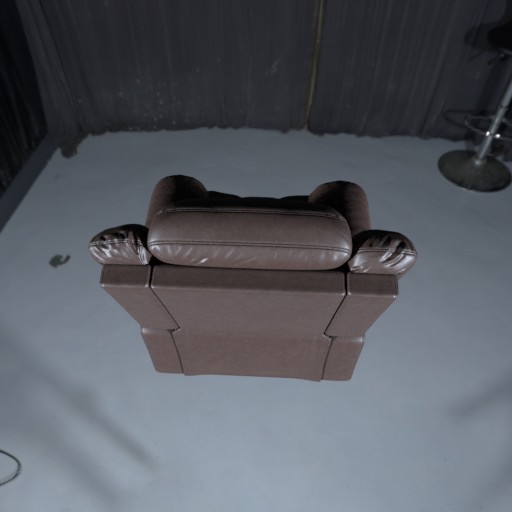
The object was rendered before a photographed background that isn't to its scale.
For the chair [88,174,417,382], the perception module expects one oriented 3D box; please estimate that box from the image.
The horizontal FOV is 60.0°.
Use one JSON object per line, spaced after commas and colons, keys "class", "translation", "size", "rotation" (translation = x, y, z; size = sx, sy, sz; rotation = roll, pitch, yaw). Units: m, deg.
{"class": "chair", "translation": [0.000, 0.000, 1.719], "size": [0.899, 1.009, 0.934], "rotation": [2, 47, 2]}
